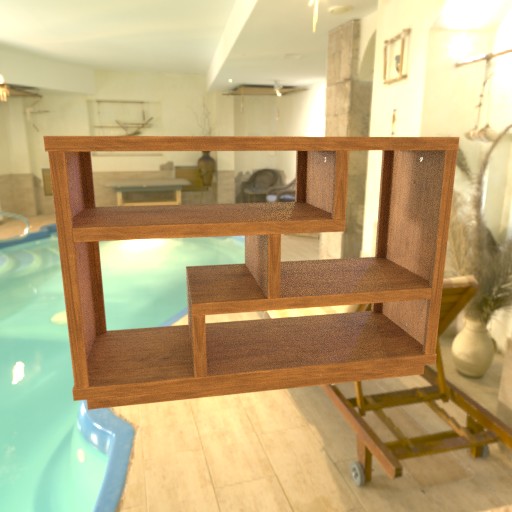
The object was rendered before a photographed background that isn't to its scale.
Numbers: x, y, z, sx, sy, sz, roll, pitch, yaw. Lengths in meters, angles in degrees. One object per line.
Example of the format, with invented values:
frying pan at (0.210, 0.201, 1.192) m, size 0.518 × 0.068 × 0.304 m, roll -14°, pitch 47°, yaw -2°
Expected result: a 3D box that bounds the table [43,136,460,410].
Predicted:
table at (0.000, 0.000, 1.491) m, size 1.151 × 0.771 × 0.410 m, roll -3°, pitch 15°, yaw -11°
